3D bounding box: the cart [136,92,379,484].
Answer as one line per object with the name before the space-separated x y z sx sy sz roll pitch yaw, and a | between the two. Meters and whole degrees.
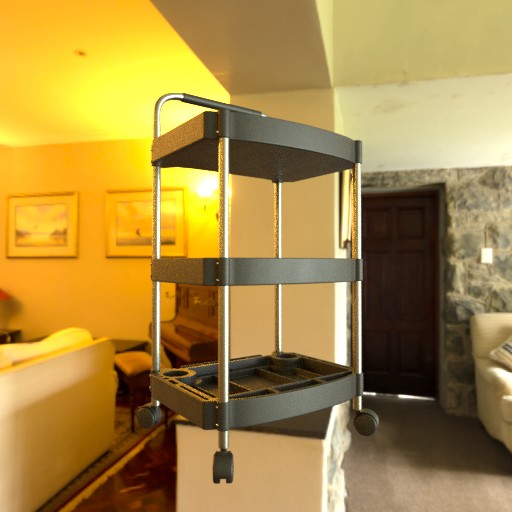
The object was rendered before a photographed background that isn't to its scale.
cart | 0.000 0.000 1.377 0.584 1.075 0.518 1 -1 -36
